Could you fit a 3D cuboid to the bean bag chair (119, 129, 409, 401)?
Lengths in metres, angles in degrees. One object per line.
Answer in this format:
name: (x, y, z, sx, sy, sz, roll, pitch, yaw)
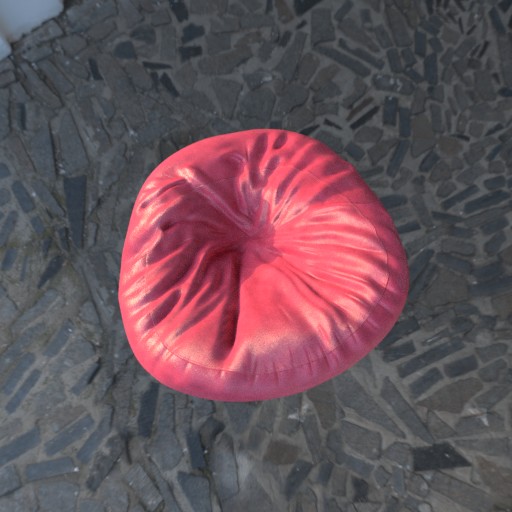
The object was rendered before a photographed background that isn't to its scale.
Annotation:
bean bag chair: (0.000, 0.000, 2.487, 1.524, 0.878, 1.524, -15, 76, -4)
